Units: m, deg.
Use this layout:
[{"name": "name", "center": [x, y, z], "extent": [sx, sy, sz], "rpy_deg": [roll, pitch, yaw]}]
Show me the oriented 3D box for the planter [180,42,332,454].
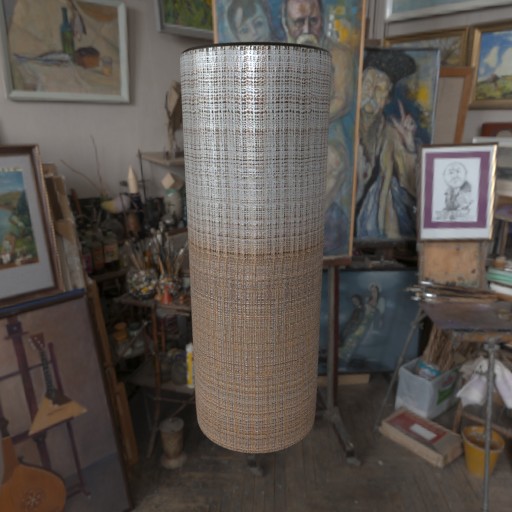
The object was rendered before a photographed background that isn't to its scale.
[{"name": "planter", "center": [0.000, 0.000, 0.332], "extent": [0.099, 0.278, 0.099], "rpy_deg": [3, 17, 8]}]
